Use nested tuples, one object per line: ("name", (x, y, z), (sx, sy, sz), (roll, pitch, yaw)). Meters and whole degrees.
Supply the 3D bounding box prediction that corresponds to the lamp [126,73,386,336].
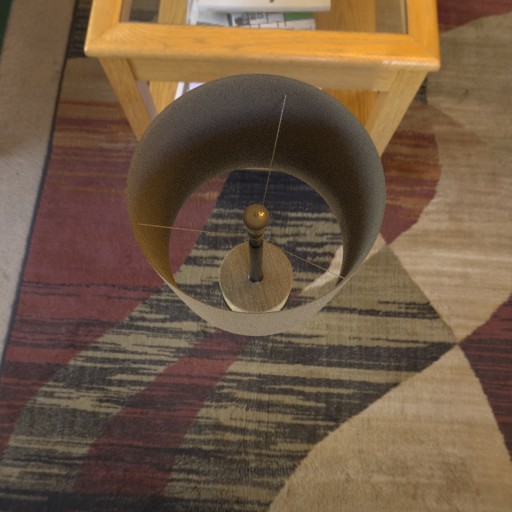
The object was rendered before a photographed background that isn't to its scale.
("lamp", (0.000, 0.000, 0.613), (0.229, 0.470, 0.229), (-14, 75, -4))
